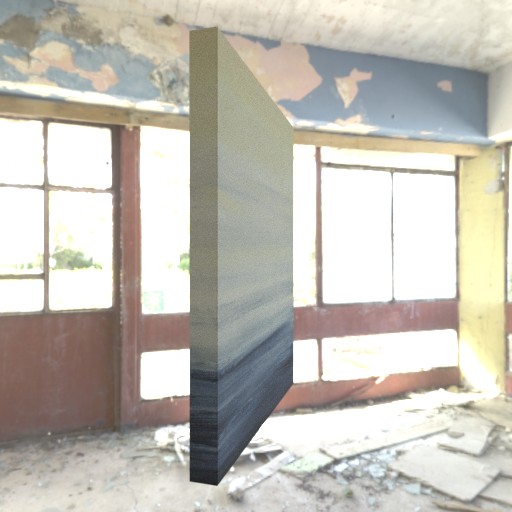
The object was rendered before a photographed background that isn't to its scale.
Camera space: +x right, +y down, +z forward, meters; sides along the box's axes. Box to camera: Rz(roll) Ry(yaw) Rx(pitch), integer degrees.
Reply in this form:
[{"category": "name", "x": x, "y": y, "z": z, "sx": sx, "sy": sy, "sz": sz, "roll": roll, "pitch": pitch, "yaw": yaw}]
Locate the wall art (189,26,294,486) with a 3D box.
[{"category": "wall art", "x": 0.000, "y": 0.000, "z": 0.826, "sx": 0.040, "sy": 0.608, "sz": 0.489, "roll": 0, "pitch": 0, "yaw": 17}]
